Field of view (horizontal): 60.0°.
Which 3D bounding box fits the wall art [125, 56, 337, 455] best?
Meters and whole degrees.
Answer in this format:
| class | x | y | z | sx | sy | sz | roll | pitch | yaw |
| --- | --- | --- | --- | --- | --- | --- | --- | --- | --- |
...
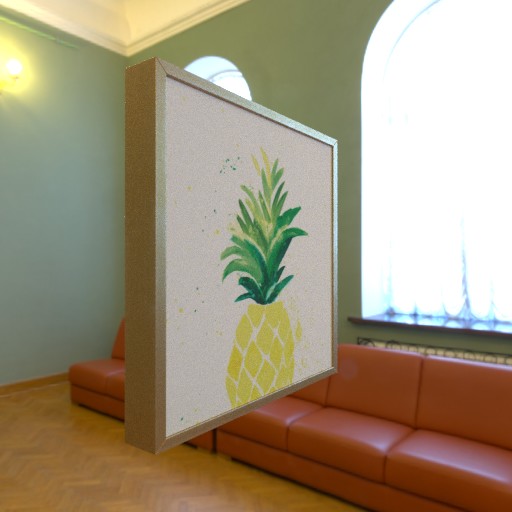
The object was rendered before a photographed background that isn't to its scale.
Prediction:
| class | x | y | z | sx | sy | sz | roll | pitch | yaw |
| --- | --- | --- | --- | --- | --- | --- | --- | --- | --- |
| wall art | 0.000 | 0.000 | 0.472 | 0.038 | 0.305 | 0.306 | 0 | 0 | 37 |
